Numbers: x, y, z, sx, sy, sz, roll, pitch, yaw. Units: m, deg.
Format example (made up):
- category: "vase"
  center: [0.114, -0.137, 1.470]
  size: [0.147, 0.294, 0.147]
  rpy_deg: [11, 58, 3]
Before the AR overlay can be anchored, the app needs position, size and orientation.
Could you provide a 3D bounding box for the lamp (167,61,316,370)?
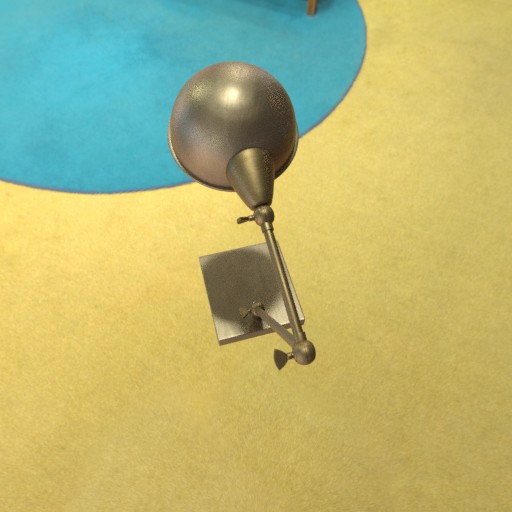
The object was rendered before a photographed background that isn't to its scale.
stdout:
- category: "lamp"
  center: [0.000, 0.000, 0.545]
  size: [0.149, 0.371, 0.339]
  rpy_deg: [-13, 58, -8]
